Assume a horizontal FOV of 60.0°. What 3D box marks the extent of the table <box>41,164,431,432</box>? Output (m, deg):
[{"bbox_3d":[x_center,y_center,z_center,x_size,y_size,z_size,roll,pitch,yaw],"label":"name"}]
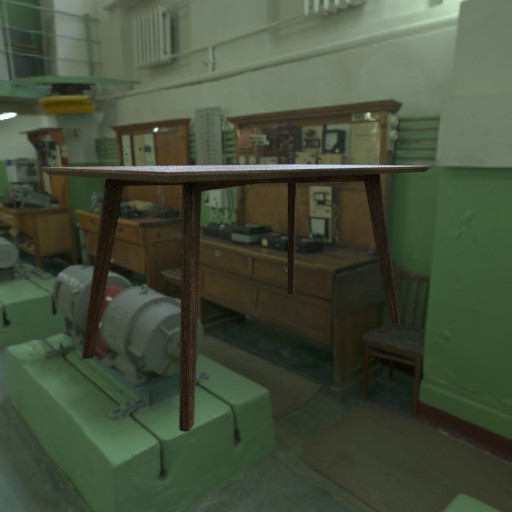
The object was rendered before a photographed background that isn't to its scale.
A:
[{"bbox_3d":[0.000,0.000,1.830,1.349,0.724,0.801,-12,17,-43],"label":"table"}]
